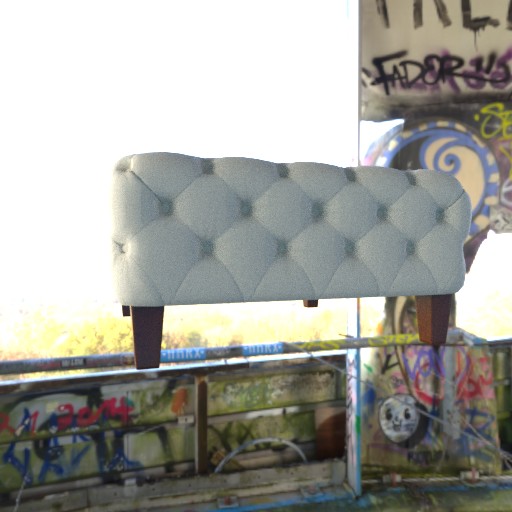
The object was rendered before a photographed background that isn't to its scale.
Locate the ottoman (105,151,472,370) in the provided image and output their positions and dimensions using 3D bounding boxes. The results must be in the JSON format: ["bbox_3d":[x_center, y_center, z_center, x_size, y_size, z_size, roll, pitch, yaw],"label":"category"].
[{"bbox_3d":[0.000,0.000,1.169,0.753,0.376,0.755,0,1,-19],"label":"ottoman"}]
